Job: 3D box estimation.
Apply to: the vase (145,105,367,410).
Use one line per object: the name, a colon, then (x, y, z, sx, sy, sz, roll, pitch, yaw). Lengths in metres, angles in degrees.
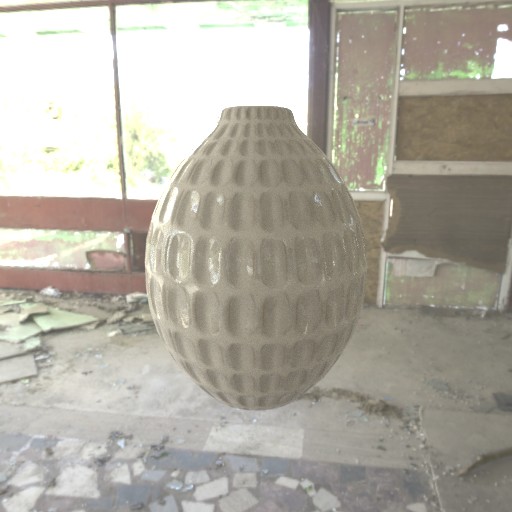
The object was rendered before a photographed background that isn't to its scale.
vase: (0.000, 0.000, 0.262, 0.128, 0.167, 0.128, 0, 14, 0)
